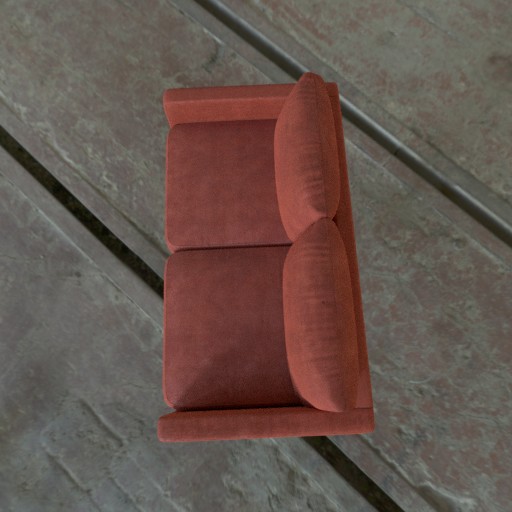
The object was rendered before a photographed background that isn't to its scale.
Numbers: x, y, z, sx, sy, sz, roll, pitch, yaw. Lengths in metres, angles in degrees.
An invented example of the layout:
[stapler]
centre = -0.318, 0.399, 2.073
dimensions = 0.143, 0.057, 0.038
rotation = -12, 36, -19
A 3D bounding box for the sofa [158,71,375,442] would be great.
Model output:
[sofa]
centre = 0.000, 0.000, 2.103
dimensions = 0.864, 0.896, 1.574
rotation = -3, 75, -1
